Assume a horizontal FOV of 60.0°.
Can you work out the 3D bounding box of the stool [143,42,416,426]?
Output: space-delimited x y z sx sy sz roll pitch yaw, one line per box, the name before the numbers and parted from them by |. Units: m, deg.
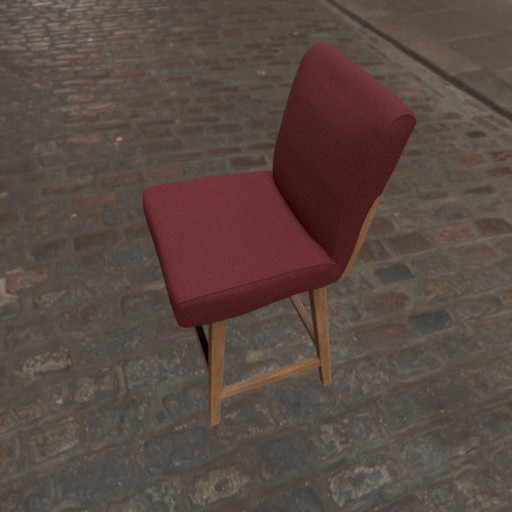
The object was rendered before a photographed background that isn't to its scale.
stool | 0.000 0.000 1.314 0.562 1.038 0.468 -15 48 -14
